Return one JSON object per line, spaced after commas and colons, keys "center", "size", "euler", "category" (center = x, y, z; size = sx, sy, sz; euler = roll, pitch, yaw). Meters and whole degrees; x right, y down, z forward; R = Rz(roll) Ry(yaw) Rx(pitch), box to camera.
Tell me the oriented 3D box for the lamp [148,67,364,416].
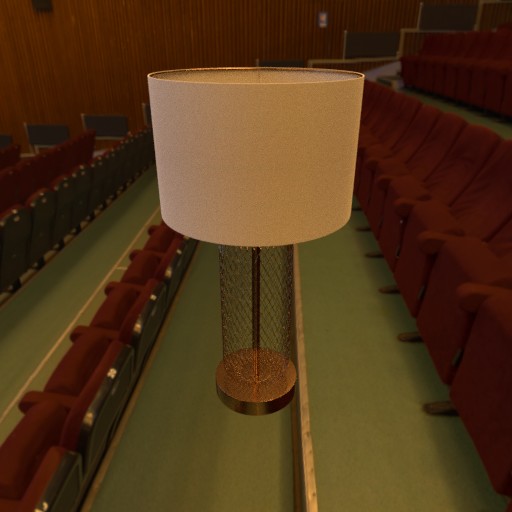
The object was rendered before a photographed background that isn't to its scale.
{"center": [0.000, 0.000, 0.633], "size": [0.252, 0.483, 0.252], "euler": [1, 26, 2], "category": "lamp"}
